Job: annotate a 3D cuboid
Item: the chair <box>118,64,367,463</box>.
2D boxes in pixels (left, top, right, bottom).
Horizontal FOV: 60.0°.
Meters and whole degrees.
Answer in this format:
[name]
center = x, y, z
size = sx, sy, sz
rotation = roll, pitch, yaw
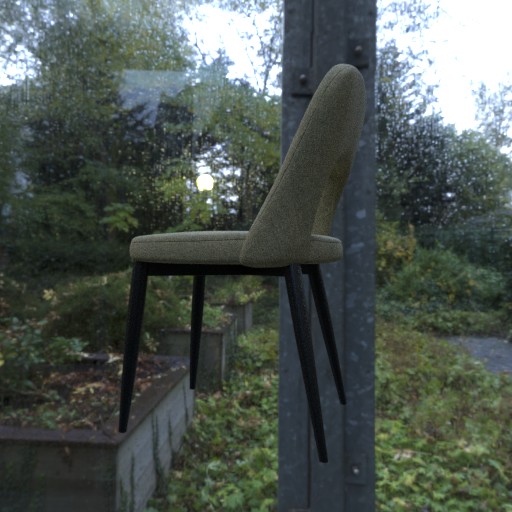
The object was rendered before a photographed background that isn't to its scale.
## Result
[chair]
center = 0.000, 0.000, 1.263
size = 0.612, 0.931, 0.470
rotation = 0, -1, 17
